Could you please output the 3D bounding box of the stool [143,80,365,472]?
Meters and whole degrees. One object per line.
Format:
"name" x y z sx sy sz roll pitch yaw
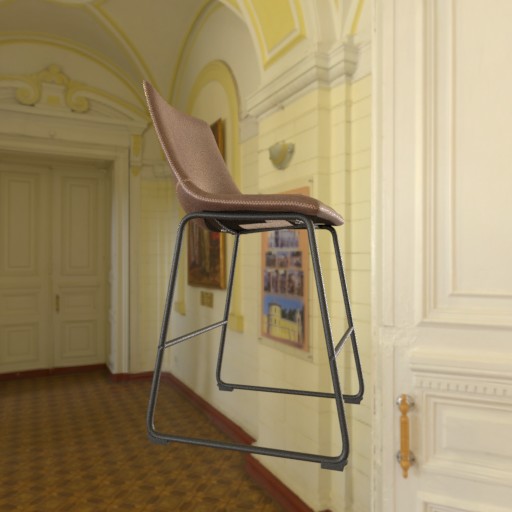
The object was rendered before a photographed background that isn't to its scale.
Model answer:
"stool" 0.000 0.000 1.212 0.550 0.890 0.460 0 0 18
